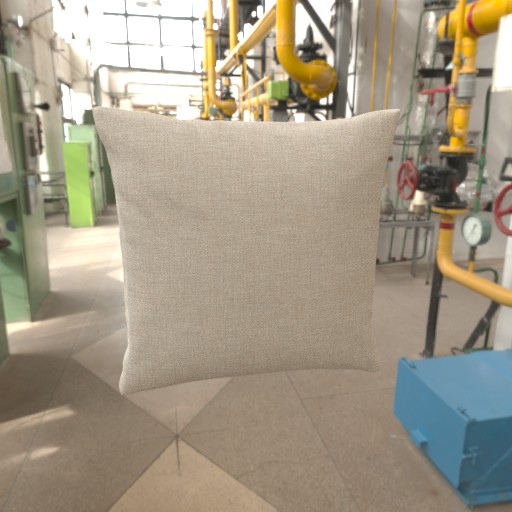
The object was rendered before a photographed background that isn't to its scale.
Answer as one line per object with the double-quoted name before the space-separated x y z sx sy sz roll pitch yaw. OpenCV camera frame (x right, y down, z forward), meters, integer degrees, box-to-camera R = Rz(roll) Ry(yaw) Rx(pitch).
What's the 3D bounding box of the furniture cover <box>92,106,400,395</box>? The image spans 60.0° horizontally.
"furniture cover" 0.000 0.000 0.795 0.517 0.508 0.158 -3 15 -10
